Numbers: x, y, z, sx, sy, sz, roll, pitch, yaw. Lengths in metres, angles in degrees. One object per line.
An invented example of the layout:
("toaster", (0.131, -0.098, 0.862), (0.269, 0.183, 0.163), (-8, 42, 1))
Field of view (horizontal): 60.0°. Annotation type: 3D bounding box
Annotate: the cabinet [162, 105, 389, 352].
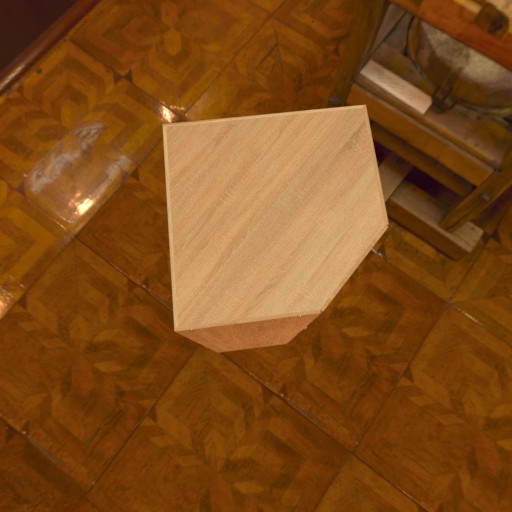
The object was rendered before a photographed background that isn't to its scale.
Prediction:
("cabinet", (0.000, 0.000, 2.955), (1.094, 2.120, 1.327), (38, 79, 9))
